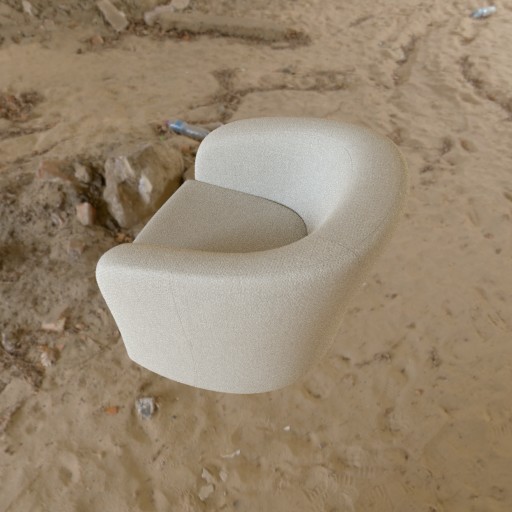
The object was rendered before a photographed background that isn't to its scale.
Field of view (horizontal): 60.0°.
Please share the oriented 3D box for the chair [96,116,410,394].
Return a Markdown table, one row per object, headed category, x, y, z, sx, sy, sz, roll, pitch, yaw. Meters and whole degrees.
| category | x | y | z | sx | sy | sz | roll | pitch | yaw |
| --- | --- | --- | --- | --- | --- | --- | --- | --- | --- |
| chair | 0.000 | 0.000 | 1.466 | 0.815 | 0.771 | 0.791 | 16 | 48 | 15 |
